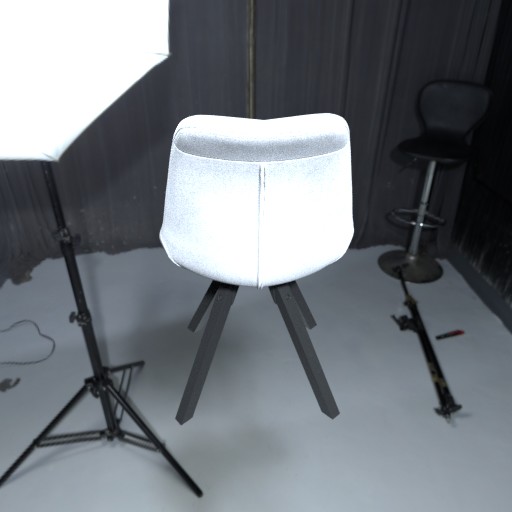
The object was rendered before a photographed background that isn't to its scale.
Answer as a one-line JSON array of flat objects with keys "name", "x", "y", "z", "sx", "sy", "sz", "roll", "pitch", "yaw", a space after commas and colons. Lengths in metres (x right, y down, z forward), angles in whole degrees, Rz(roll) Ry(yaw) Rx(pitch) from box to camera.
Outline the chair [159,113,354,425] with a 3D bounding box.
[{"name": "chair", "x": 0.000, "y": 0.000, "z": 1.191, "sx": 0.485, "sy": 0.850, "sz": 0.550, "roll": -2, "pitch": 31, "yaw": -3}]
